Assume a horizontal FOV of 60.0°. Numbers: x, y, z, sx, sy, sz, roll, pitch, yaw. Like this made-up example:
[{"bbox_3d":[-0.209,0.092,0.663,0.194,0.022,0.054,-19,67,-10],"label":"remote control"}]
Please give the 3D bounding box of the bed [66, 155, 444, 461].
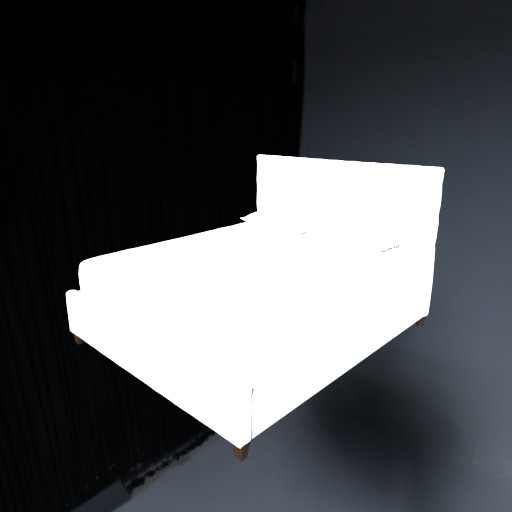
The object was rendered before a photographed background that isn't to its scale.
[{"bbox_3d":[0.000,0.000,3.683,2.078,1.427,2.387,16,23,41],"label":"bed"}]
